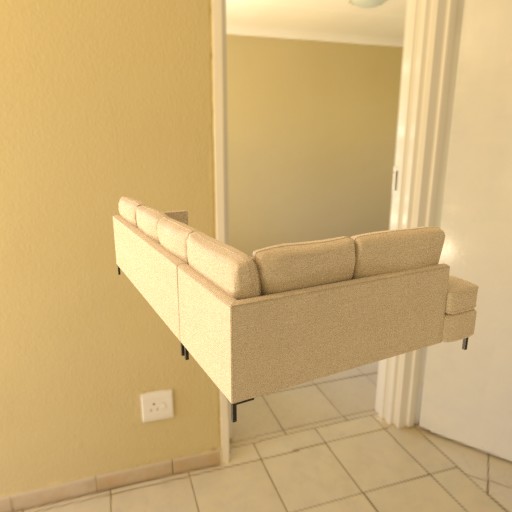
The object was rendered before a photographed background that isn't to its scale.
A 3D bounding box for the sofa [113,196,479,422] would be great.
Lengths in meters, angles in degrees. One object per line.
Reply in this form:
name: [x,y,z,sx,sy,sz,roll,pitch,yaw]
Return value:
sofa: [0.000,0.000,4.302,2.048,0.996,3.384,-8,16,-27]
